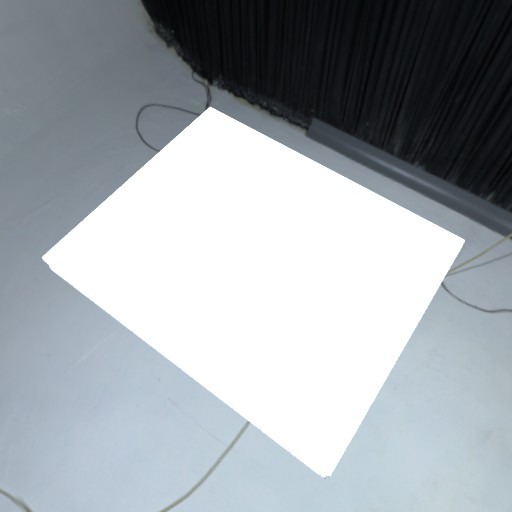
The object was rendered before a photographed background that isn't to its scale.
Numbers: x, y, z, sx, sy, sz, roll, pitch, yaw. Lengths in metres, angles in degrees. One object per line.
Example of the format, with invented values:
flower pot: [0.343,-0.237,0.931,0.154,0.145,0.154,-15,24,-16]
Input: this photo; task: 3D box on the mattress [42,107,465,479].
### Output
mattress: [0.000,0.000,2.740,2.000,0.200,1.600,32,65,17]
